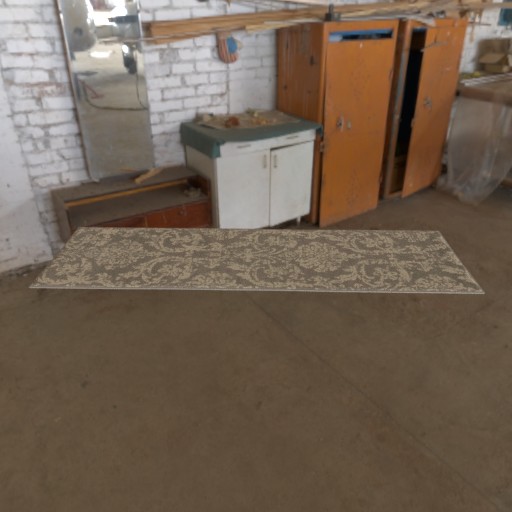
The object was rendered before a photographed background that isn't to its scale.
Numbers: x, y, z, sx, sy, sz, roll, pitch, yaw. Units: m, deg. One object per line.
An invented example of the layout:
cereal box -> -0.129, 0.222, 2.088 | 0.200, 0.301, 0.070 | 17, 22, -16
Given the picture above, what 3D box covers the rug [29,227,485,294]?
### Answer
rug -> 0.000, 0.000, 2.416 | 2.196, 0.011, 0.662 | 1, 30, 1
